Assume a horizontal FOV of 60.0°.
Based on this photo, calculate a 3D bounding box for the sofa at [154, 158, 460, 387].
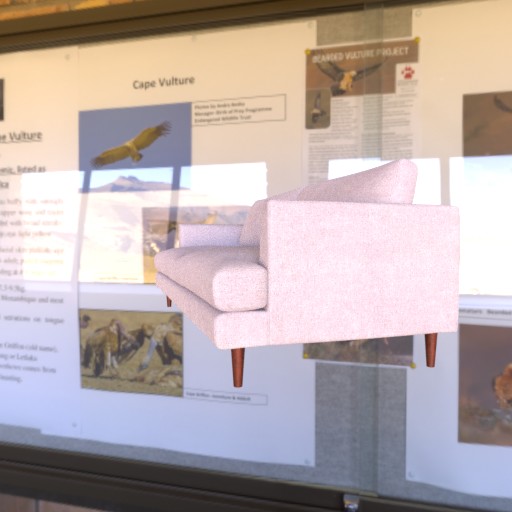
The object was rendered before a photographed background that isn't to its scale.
[{"bbox_3d":[0.000,0.000,2.682,1.020,0.868,2.250,-1,2,-18],"label":"sofa"}]
